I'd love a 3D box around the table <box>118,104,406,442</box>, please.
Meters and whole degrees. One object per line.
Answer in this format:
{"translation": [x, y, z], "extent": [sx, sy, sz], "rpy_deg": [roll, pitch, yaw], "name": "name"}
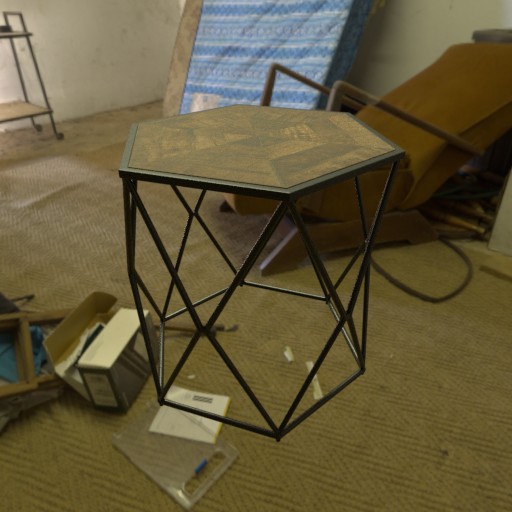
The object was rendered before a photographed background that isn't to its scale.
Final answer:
{"translation": [0.000, 0.000, 1.034], "extent": [0.578, 0.564, 0.579], "rpy_deg": [10, 32, 17], "name": "table"}
